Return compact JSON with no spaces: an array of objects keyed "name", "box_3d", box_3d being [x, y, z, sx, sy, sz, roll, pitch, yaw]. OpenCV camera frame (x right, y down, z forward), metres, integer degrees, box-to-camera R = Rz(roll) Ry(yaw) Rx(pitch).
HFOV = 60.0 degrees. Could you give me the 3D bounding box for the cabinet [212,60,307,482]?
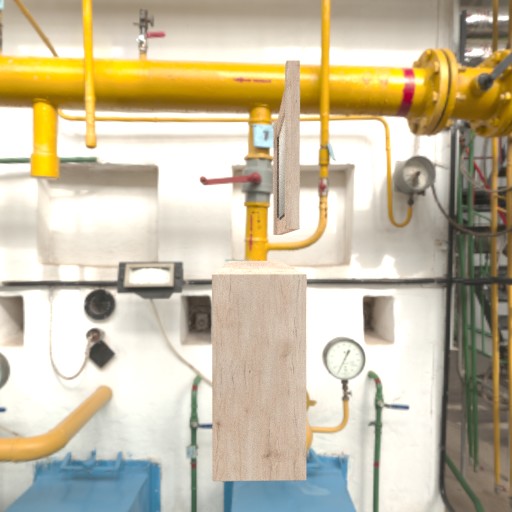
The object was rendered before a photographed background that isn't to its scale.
[{"name":"cabinet","box_3d":[0.000,0.000,2.806,0.420,1.981,1.700,0,1,-1]}]
